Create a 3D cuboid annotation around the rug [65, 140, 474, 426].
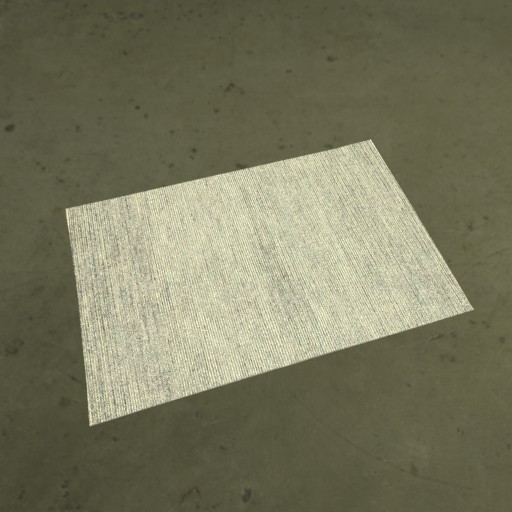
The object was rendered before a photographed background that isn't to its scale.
[{"bbox_3d":[0.000,0.000,2.223,1.789,0.021,1.159,-14,60,-9],"label":"rug"}]
